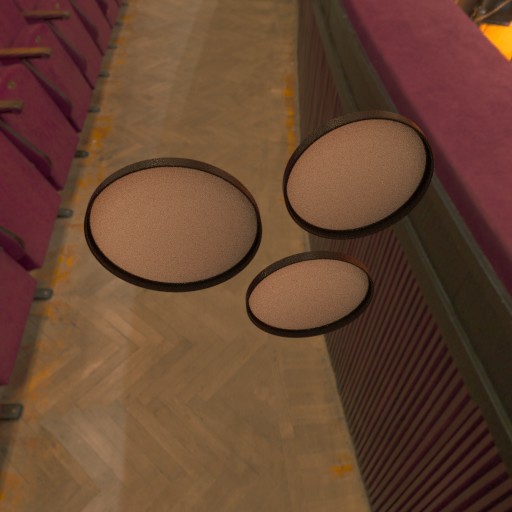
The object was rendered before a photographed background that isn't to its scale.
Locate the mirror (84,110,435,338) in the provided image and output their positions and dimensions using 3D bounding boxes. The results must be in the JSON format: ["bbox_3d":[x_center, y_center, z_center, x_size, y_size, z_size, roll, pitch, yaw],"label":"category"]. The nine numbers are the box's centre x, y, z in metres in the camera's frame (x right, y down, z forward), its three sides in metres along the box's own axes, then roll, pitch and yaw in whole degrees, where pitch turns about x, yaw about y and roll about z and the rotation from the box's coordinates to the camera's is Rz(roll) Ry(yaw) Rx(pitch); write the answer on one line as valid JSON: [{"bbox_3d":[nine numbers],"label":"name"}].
[{"bbox_3d":[0.000,0.000,3.104,2.160,2.096,0.076,-4,47,-4],"label":"mirror"}]
